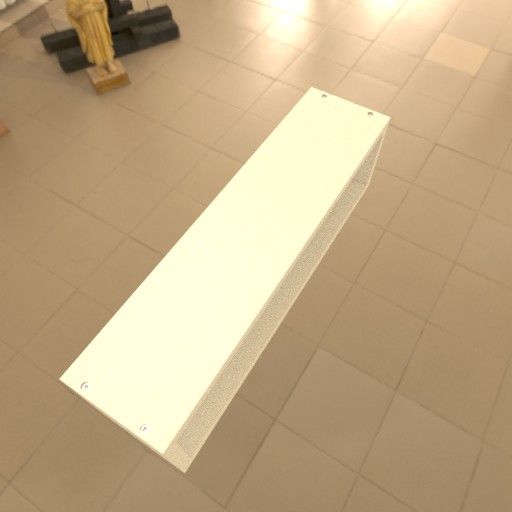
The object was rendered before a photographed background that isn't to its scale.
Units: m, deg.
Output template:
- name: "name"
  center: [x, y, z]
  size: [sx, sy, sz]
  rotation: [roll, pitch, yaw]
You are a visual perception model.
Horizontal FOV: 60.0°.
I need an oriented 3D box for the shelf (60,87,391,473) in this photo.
- name: "shelf"
  center: [0.000, 0.000, 0.694]
  size: [0.150, 0.170, 0.610]
  rotation: [28, 62, 16]
